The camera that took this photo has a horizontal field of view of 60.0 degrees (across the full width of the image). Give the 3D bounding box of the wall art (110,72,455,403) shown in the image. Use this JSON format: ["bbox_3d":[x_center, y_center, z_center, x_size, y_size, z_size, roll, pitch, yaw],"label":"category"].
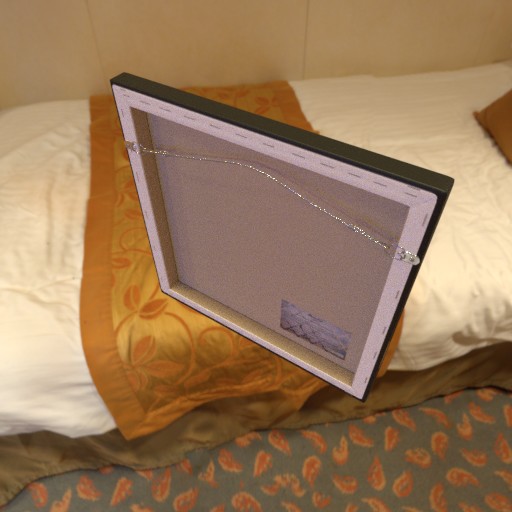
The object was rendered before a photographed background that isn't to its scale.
[{"bbox_3d":[0.000,0.000,0.916,0.610,0.611,0.043,25,51,22],"label":"wall art"}]
